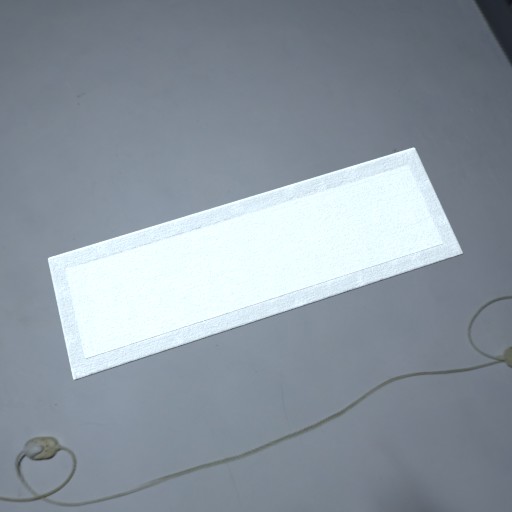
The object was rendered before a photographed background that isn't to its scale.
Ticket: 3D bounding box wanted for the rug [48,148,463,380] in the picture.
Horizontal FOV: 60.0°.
[{"bbox_3d":[0.000,0.000,2.712,2.430,0.012,0.759,-17,76,-4],"label":"rug"}]
